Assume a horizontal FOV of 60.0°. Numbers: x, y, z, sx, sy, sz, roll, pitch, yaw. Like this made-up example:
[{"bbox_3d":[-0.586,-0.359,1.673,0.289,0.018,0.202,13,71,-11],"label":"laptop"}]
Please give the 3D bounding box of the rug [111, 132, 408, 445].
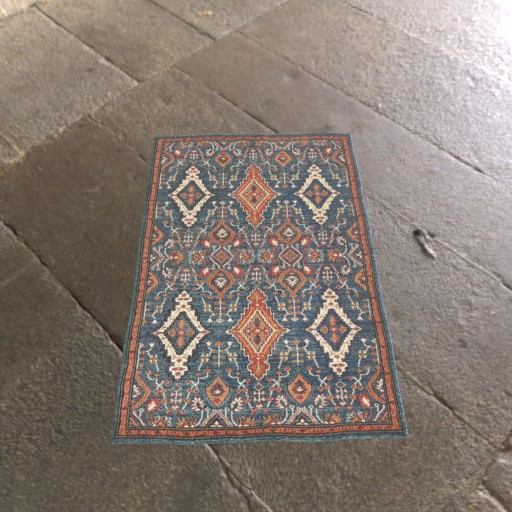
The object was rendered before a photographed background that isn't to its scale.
[{"bbox_3d":[0.000,0.000,3.011,1.622,0.009,2.373,-1,58,-1],"label":"rug"}]
